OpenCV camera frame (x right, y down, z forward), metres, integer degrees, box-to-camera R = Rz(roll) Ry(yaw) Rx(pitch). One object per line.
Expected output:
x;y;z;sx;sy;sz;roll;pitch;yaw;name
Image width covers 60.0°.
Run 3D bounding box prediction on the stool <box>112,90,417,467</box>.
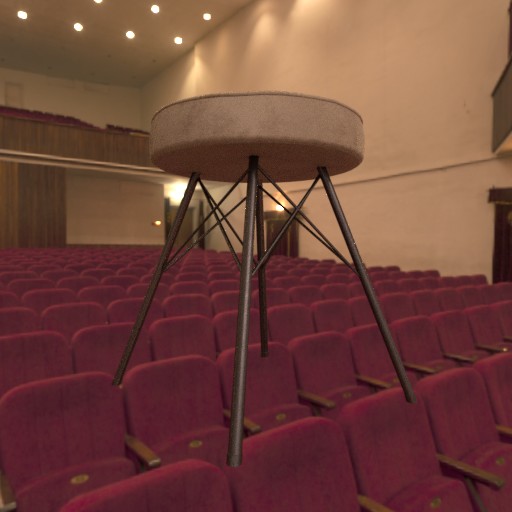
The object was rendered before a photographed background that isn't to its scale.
0.000;0.000;0.873;0.423;0.538;0.457;0;1;-37;stool
